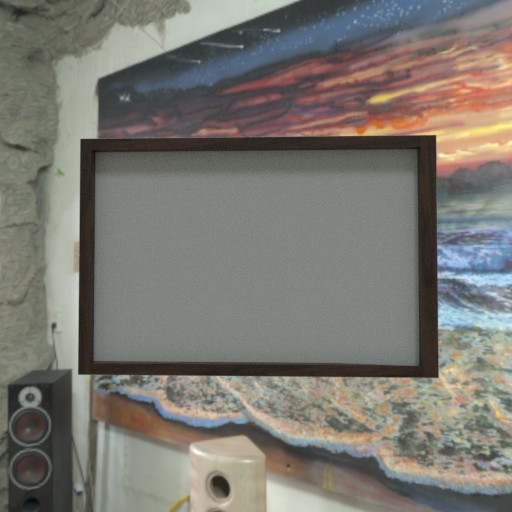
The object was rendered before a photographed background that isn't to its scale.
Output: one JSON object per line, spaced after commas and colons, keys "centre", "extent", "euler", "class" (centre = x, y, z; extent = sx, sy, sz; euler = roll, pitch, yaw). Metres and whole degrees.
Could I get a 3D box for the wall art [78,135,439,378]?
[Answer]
{"centre": [0.000, 0.000, 1.431], "extent": [1.138, 0.761, 0.051], "euler": [0, -1, 2], "class": "wall art"}
